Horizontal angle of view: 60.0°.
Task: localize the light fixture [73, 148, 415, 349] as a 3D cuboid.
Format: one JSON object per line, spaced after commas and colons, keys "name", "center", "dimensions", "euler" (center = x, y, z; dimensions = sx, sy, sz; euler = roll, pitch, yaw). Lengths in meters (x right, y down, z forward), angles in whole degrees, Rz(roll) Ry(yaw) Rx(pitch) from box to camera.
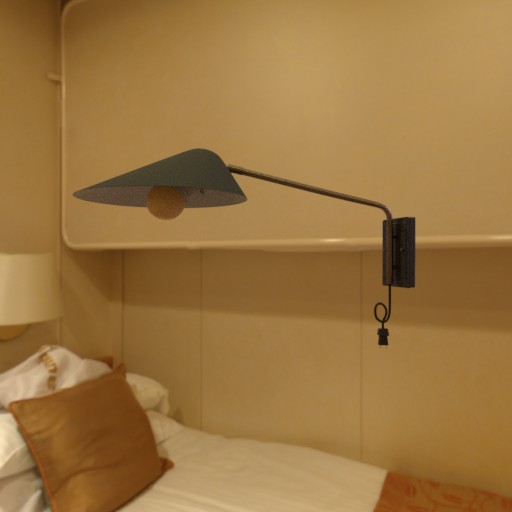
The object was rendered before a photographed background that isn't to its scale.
{"name": "light fixture", "center": [0.000, 0.000, 0.674], "dimensions": [0.516, 0.312, 0.240], "euler": [0, 0, -17]}
